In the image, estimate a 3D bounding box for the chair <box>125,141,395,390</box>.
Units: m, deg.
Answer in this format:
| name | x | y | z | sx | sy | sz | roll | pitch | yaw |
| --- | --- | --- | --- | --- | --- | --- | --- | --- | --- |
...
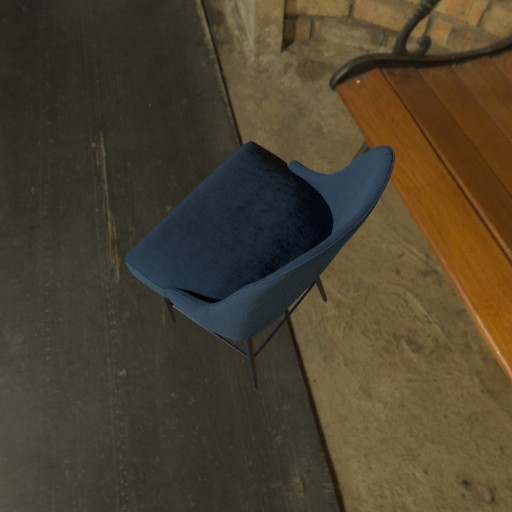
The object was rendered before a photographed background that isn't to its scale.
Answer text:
| name | x | y | z | sx | sy | sz | roll | pitch | yaw |
| --- | --- | --- | --- | --- | --- | --- | --- | --- | --- |
| chair | 0.000 | 0.000 | 1.230 | 0.489 | 0.927 | 0.526 | 36 | 69 | 17 |
